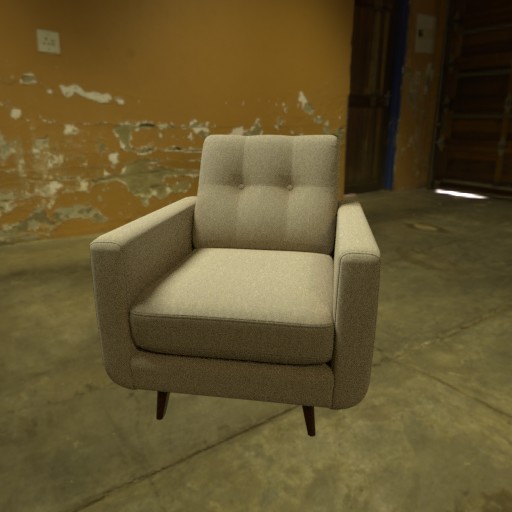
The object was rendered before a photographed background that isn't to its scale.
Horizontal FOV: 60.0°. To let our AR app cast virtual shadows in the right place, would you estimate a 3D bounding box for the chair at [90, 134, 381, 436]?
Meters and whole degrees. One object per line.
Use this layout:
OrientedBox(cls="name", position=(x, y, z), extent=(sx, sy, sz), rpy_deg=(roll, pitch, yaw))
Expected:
OrientedBox(cls="chair", position=(0.000, 0.000, 1.852), extent=(0.897, 0.965, 1.128), rpy_deg=(3, 16, 9))
